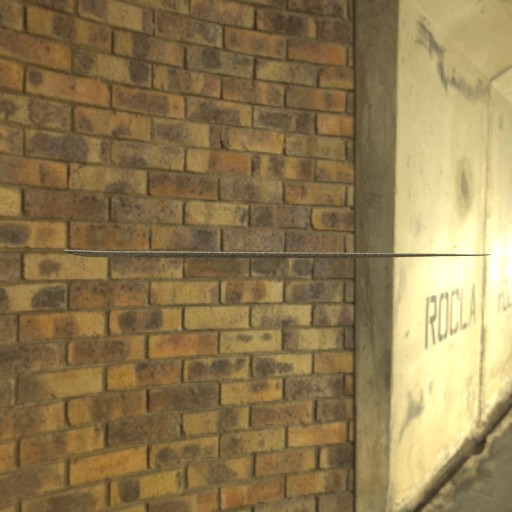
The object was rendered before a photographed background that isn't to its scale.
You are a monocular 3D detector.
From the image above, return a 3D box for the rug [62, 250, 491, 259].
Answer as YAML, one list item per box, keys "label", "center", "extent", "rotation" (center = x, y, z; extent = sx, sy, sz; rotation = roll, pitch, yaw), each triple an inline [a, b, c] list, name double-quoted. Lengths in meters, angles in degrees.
- label: "rug"
  center: [0.000, 0.000, 4.142]
  extent: [3.069, 0.026, 2.451]
  rotation: [0, -1, -17]
